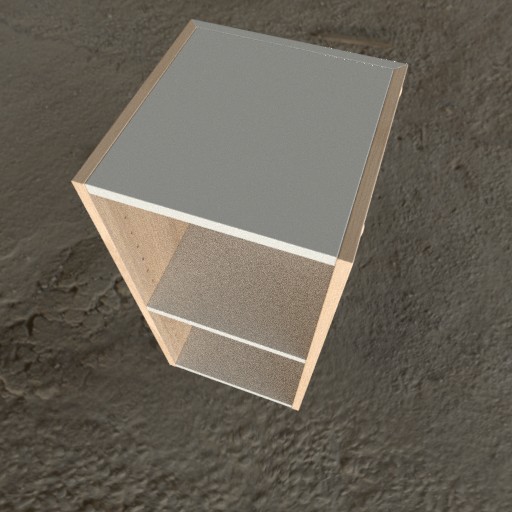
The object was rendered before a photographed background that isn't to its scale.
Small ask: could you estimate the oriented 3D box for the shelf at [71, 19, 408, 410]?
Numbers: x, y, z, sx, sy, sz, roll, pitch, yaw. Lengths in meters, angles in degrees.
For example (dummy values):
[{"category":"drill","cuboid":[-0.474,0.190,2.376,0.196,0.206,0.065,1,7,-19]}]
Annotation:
[{"category":"shelf","cuboid":[0.000,0.000,0.744,0.290,0.594,0.297,17,60,10]}]
